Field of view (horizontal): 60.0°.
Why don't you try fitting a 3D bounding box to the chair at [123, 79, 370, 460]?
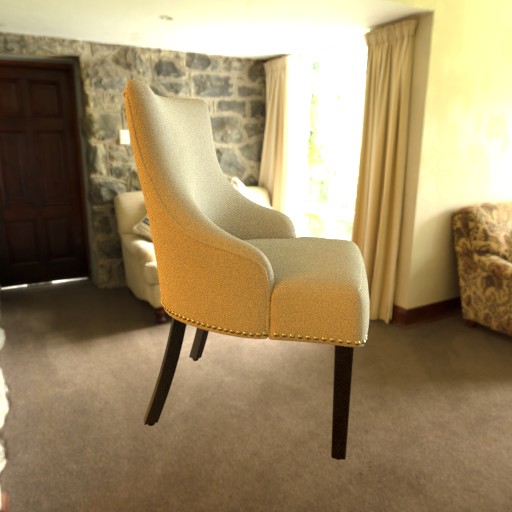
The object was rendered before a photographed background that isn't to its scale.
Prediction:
[{"bbox_3d":[0.000,0.000,1.282,0.629,0.909,0.566,3,14,11],"label":"chair"}]
